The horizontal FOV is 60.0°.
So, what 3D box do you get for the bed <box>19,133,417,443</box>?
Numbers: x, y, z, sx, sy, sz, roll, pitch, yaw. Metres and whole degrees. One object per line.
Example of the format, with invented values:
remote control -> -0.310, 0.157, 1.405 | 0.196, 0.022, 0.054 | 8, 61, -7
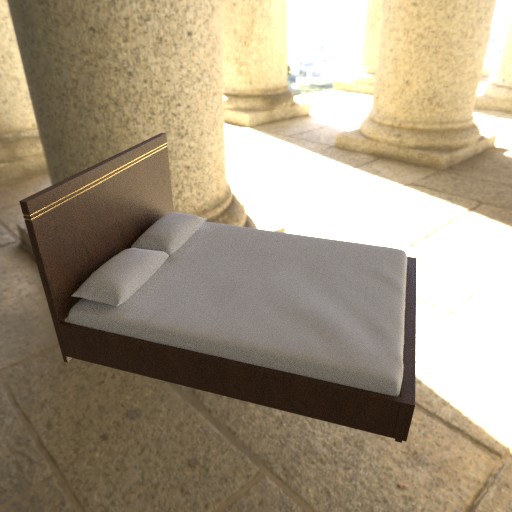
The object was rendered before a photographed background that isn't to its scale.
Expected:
bed -> 0.000, 0.000, 3.097 | 2.221, 1.169, 1.613 | 9, 30, 16
